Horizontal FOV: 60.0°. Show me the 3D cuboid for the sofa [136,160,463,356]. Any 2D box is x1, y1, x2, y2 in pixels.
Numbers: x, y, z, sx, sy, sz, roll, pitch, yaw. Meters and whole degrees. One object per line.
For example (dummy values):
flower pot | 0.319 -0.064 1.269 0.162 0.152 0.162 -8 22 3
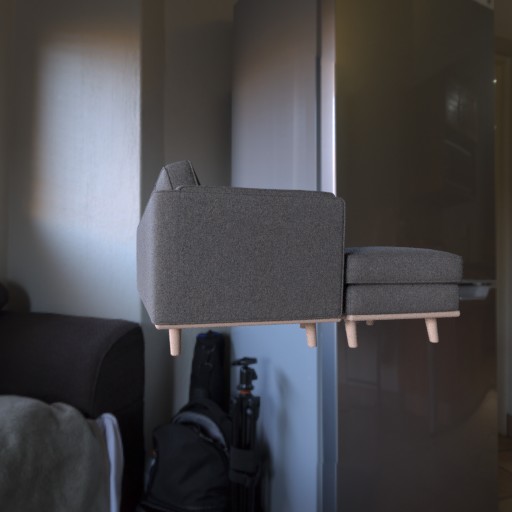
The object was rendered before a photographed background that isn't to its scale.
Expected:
sofa | 0.000 0.000 3.188 1.604 0.929 2.411 0 -1 -17
